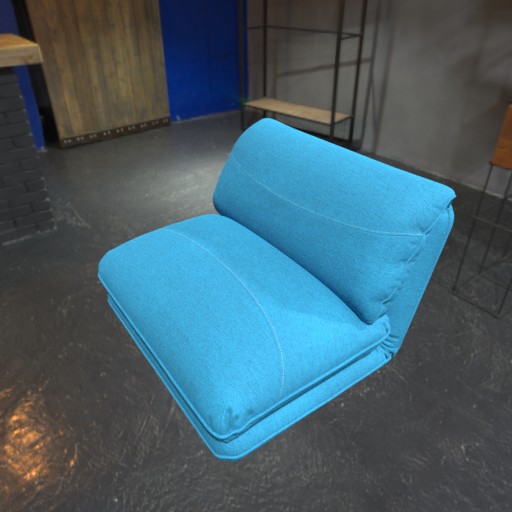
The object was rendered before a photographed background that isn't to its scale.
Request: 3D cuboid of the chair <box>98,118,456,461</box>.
[{"bbox_3d":[0.000,0.000,1.349,0.780,0.580,0.820,-21,39,-29],"label":"chair"}]
